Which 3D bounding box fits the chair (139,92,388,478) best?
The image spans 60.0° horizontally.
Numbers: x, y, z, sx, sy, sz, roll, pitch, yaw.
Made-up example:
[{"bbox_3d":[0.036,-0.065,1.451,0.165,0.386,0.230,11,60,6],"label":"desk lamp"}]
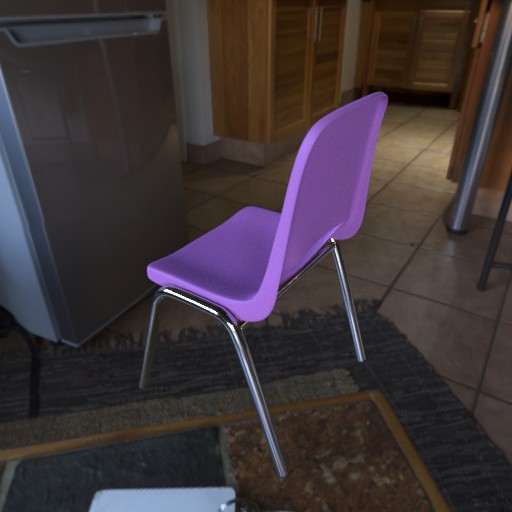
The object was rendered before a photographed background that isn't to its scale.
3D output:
[{"bbox_3d":[0.000,0.000,0.670,0.301,0.493,0.291,20,36,29],"label":"chair"}]
